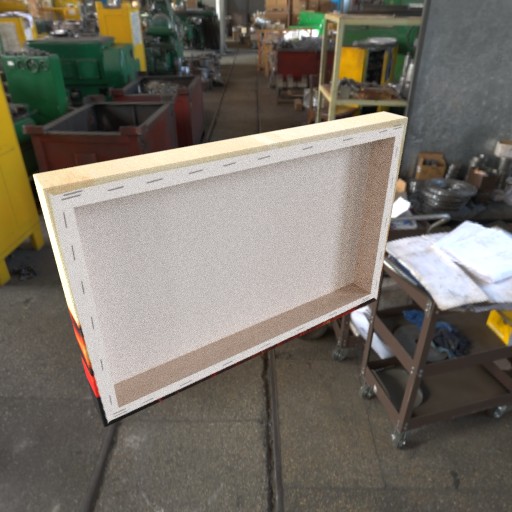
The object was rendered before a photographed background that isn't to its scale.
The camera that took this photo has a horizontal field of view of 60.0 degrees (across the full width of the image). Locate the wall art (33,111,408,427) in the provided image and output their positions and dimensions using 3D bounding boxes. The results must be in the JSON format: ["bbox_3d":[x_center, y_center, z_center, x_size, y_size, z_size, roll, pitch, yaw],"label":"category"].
[{"bbox_3d":[0.000,0.000,0.478,0.383,0.251,0.037,-19,35,-29],"label":"wall art"}]
